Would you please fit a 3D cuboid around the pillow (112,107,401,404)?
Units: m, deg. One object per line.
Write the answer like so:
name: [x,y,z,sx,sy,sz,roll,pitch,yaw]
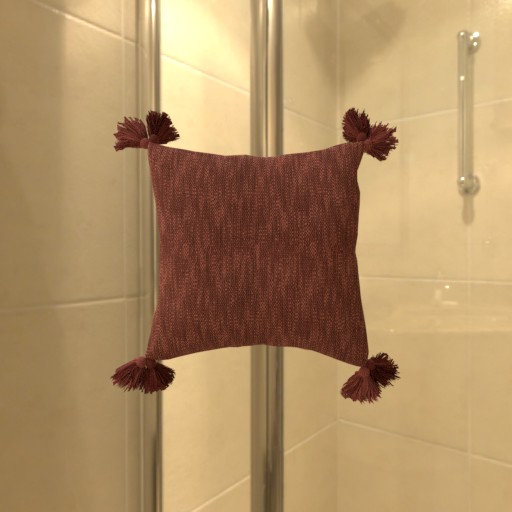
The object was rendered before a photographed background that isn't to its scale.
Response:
pillow: [0.000,0.000,0.961,0.641,0.659,0.138,0,1,1]
